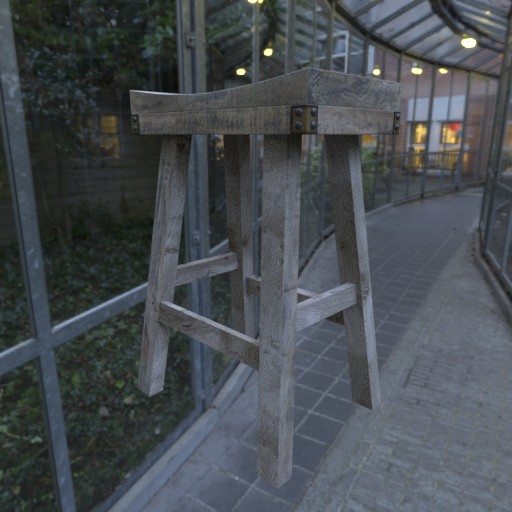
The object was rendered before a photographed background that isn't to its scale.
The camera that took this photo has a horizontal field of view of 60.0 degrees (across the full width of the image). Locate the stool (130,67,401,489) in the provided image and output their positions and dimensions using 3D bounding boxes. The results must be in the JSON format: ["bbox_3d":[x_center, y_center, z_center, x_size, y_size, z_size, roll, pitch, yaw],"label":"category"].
[{"bbox_3d":[0.000,0.000,0.887,0.450,0.635,0.330,14,21,42],"label":"stool"}]
